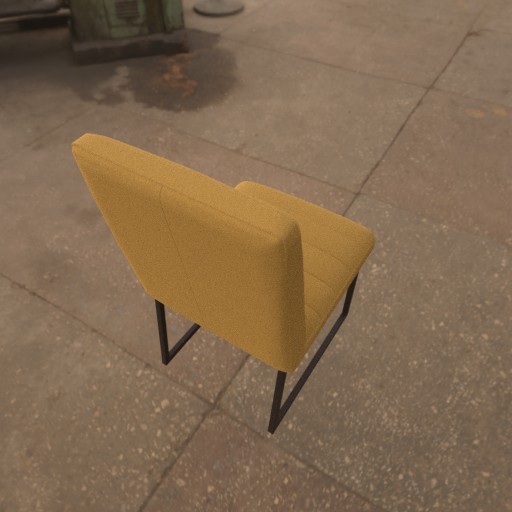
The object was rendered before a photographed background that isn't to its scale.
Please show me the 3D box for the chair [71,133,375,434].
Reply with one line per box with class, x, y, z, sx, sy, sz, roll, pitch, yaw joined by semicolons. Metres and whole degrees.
chair;0.000;0.000;1.298;0.520;0.930;0.634;26;52;22
